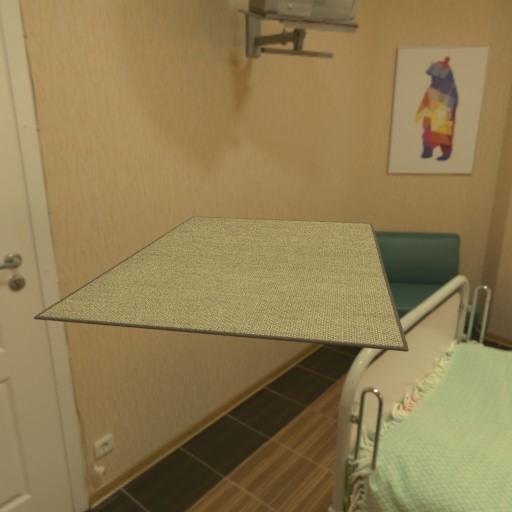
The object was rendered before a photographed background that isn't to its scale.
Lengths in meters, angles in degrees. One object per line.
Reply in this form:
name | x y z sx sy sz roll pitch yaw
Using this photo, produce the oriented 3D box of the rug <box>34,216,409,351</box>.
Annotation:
rug | 0.000 0.000 2.732 1.523 0.012 2.133 3 17 10
